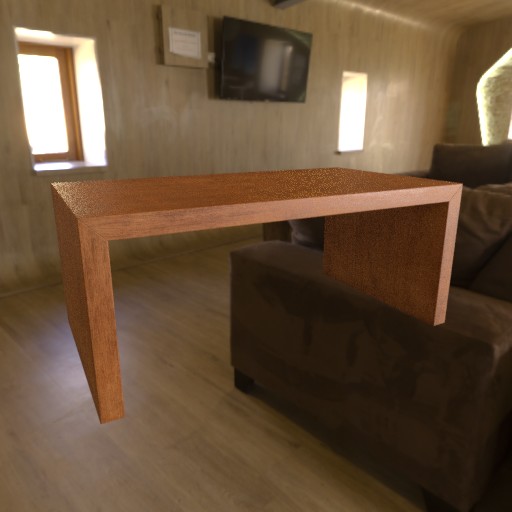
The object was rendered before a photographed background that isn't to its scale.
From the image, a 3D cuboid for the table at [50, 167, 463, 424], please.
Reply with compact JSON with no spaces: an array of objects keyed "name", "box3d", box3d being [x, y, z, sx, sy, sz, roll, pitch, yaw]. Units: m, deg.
[{"name":"table","box3d":[0.000,0.000,1.284,1.000,0.419,0.549,-9,19,-27]}]
